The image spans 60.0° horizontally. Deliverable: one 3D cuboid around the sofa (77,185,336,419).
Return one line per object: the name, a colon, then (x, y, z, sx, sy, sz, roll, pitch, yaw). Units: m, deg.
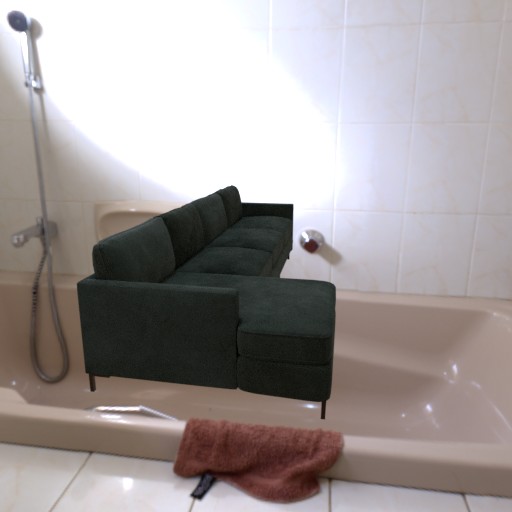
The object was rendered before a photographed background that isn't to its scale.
sofa: (0.000, 0.000, 4.076, 1.500, 0.967, 3.400, 3, 15, 11)
